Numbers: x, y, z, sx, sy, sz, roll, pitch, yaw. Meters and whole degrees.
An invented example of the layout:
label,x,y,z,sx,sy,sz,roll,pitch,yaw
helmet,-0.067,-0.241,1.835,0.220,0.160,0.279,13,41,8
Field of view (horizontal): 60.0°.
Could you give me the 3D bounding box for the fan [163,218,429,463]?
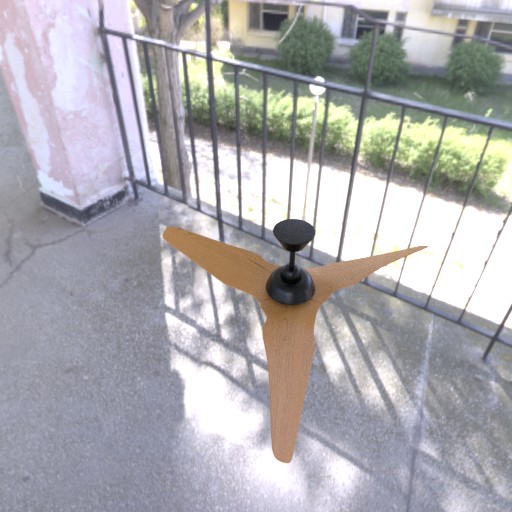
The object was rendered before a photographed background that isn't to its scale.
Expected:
label,x,y,z,sx,sy,sz,roll,pitch,yaw
fan,0.000,0.000,1.674,1.010,0.355,1.142,23,45,25
